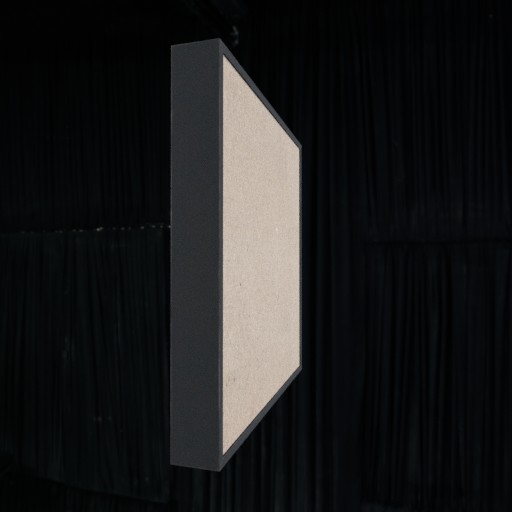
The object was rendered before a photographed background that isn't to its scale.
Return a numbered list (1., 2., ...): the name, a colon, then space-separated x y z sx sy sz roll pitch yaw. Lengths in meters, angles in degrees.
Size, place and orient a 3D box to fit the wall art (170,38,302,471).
1. wall art: 0.000 0.000 0.463 0.038 0.305 0.305 0 -1 17
